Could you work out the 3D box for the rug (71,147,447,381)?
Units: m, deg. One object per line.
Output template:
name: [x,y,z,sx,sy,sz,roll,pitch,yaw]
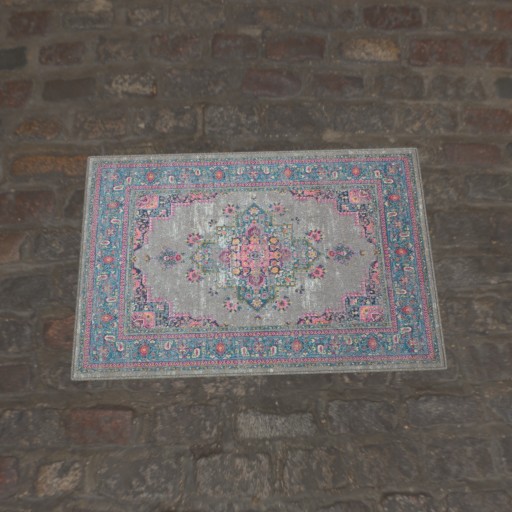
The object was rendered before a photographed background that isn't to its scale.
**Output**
rug: [0.000,0.000,2.200,1.748,0.014,1.144,-2,75,0]
